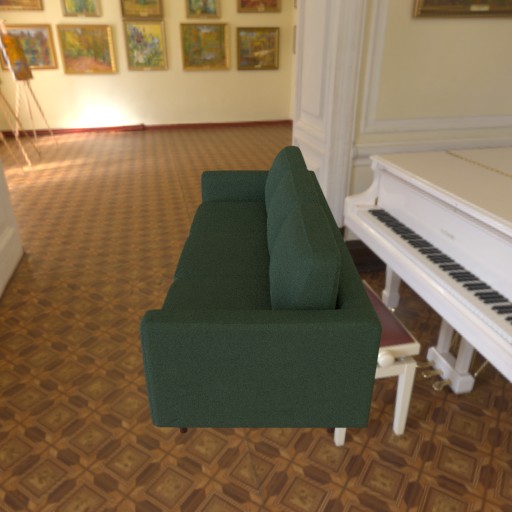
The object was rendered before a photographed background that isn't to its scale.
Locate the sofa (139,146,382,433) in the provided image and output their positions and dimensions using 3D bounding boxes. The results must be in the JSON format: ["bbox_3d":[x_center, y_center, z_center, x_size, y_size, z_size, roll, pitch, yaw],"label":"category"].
[{"bbox_3d":[0.000,0.000,2.532,0.879,0.899,2.029,0,26,0],"label":"sofa"}]
